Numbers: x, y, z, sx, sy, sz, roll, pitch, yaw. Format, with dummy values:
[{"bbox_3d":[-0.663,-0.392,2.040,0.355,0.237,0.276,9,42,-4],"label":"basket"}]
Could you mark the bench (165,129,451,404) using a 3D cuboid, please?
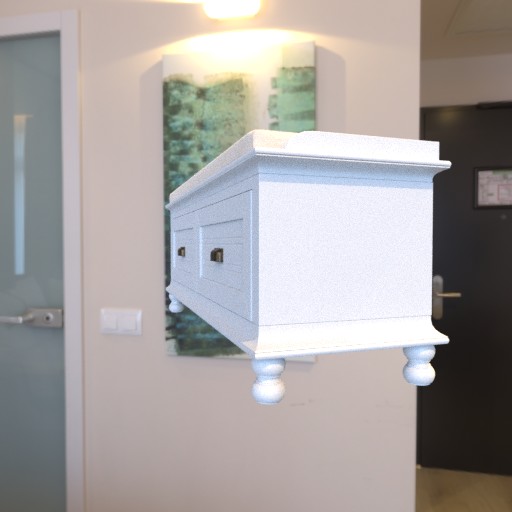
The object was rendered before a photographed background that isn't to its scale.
[{"bbox_3d":[0.000,0.000,1.363,0.402,0.486,1.185,-1,2,-19],"label":"bench"}]
